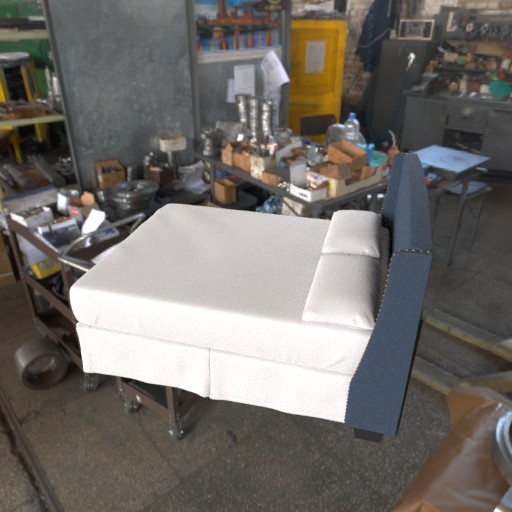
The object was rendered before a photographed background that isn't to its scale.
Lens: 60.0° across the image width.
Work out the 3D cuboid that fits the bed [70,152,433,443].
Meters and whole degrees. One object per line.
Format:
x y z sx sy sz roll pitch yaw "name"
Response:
0.000 0.000 3.314 2.237 1.407 1.710 8 30 13 "bed"
